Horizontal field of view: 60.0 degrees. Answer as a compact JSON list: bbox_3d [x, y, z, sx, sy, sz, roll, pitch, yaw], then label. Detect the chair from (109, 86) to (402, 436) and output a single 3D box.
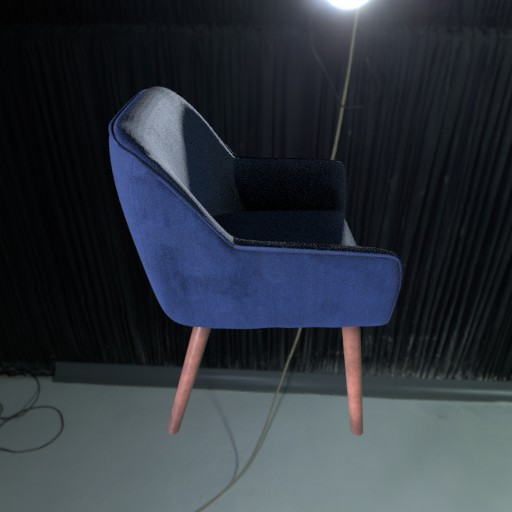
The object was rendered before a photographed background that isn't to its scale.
[{"bbox_3d":[0.000,0.000,1.217,0.600,0.820,0.600,-1,31,-2],"label":"chair"}]
